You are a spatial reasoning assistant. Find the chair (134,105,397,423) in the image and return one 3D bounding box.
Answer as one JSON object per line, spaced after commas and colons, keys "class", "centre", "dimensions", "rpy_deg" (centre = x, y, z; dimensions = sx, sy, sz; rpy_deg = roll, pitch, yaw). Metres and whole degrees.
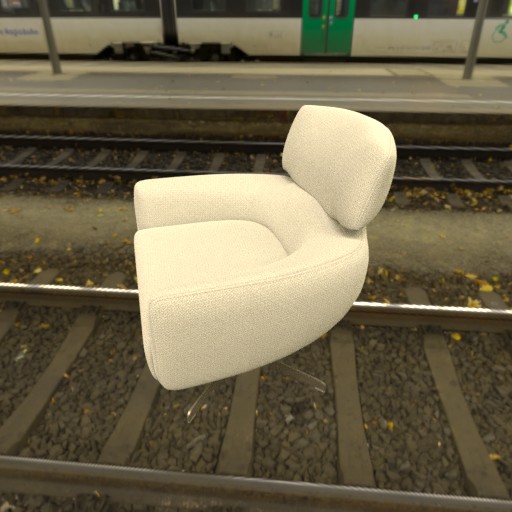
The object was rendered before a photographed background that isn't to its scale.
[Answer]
{"class": "chair", "centre": [0.000, 0.000, 1.382], "dimensions": [0.730, 0.810, 0.760], "rpy_deg": [-8, 31, -14]}
